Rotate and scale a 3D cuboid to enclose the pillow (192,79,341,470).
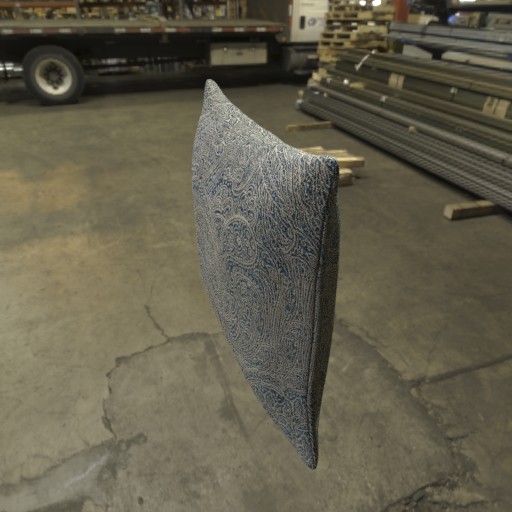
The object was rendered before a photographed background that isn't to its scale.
[{"bbox_3d":[0.000,0.000,0.782,0.166,0.510,0.523,-10,32,-17],"label":"pillow"}]
